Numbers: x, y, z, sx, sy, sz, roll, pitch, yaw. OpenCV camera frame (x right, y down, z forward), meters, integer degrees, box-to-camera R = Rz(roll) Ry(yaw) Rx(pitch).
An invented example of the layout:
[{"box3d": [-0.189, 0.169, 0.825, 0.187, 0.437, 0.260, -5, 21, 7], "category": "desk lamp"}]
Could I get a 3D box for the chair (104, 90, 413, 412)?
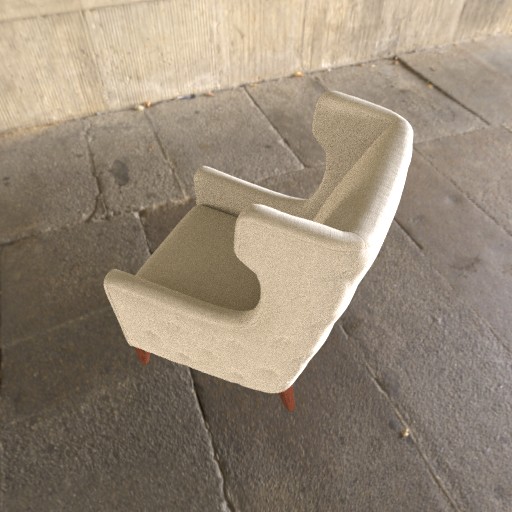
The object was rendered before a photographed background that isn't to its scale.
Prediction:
[{"box3d": [0.000, 0.000, 1.705, 0.899, 1.079, 0.778, 18, 49, 16], "category": "chair"}]
